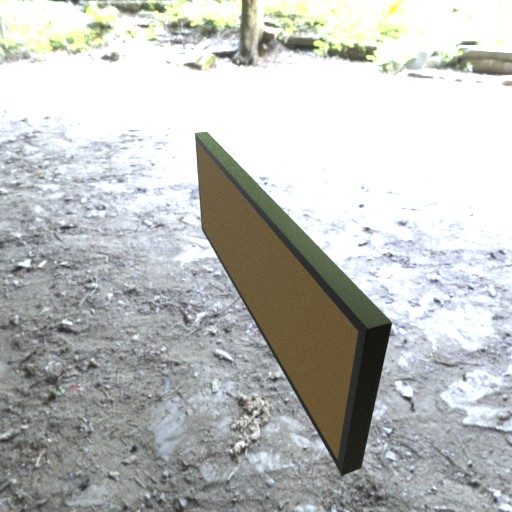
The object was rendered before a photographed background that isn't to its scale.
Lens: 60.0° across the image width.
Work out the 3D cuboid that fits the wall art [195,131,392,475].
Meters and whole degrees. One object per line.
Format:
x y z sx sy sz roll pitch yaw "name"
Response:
0.000 0.000 0.963 0.037 0.303 0.860 -11 34 -17 "wall art"
